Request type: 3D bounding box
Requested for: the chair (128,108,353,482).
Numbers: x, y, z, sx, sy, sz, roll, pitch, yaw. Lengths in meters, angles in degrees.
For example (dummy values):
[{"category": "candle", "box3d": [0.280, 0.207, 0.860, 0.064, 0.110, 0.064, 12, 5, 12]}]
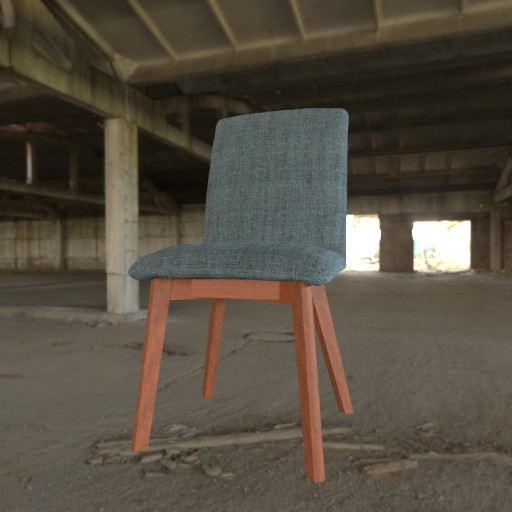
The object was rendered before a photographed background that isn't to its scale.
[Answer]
[{"category": "chair", "box3d": [0.000, 0.000, 1.280, 0.522, 0.974, 0.563, 0, 1, 19]}]
